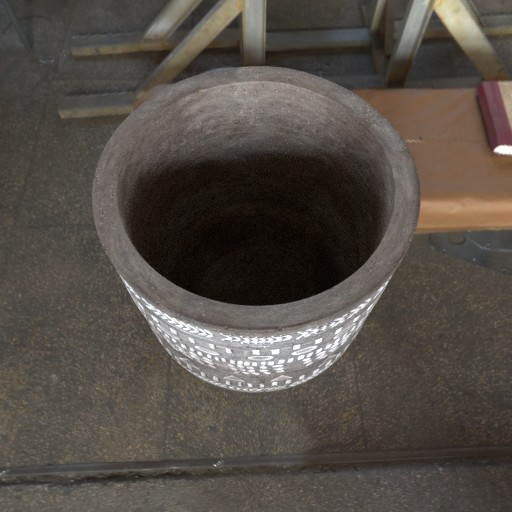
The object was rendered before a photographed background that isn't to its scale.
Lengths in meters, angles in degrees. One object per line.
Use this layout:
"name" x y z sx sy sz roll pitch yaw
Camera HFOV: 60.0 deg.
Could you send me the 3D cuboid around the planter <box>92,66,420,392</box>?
"planter" 0.000 0.000 0.220 0.122 0.128 0.122 0 62 0
